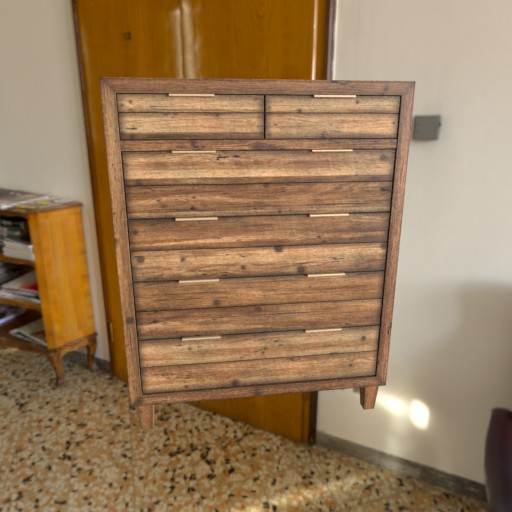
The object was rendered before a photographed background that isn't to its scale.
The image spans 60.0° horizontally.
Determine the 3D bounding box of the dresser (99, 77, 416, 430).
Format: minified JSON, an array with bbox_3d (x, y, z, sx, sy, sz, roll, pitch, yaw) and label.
[{"bbox_3d":[0.000,0.000,1.875,1.067,1.359,0.438,-2,17,-8],"label":"dresser"}]
